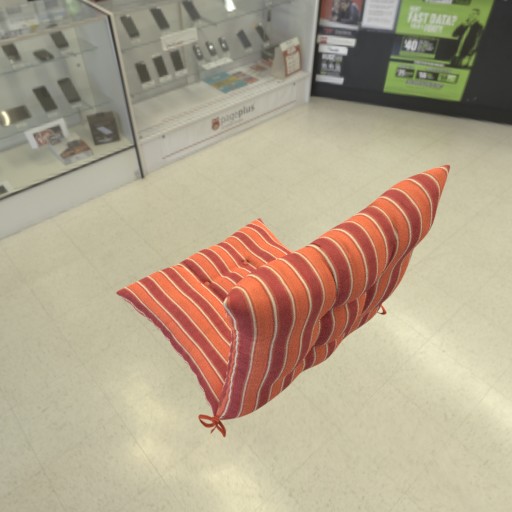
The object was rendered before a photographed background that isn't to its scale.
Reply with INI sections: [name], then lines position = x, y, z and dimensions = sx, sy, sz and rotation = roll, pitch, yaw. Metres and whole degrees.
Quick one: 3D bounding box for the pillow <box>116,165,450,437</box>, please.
[pillow]
position = 0.000, 0.000, 1.002
dimensions = 0.541, 0.536, 0.585
rotation = -30, 53, -26
